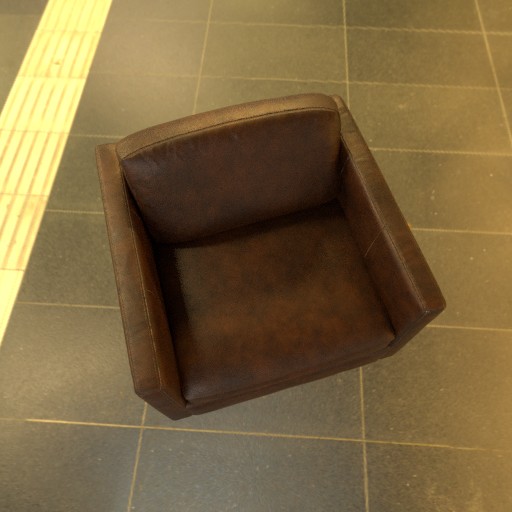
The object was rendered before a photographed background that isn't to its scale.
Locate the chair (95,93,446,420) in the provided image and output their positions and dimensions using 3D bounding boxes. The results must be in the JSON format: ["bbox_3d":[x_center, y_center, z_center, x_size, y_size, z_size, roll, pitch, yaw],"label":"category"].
[{"bbox_3d":[0.000,0.000,1.753,0.990,0.864,0.975,-15,64,-7],"label":"chair"}]
